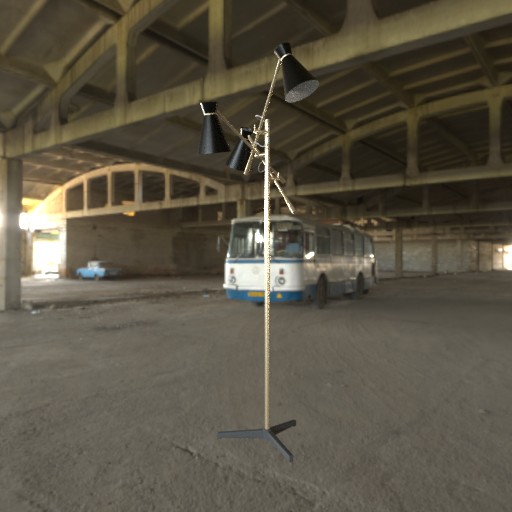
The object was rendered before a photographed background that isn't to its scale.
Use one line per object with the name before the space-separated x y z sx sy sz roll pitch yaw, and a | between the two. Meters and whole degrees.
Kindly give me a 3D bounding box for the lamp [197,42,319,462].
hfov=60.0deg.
lamp | 0.000 0.000 2.116 0.750 1.804 0.653 0 0 37
